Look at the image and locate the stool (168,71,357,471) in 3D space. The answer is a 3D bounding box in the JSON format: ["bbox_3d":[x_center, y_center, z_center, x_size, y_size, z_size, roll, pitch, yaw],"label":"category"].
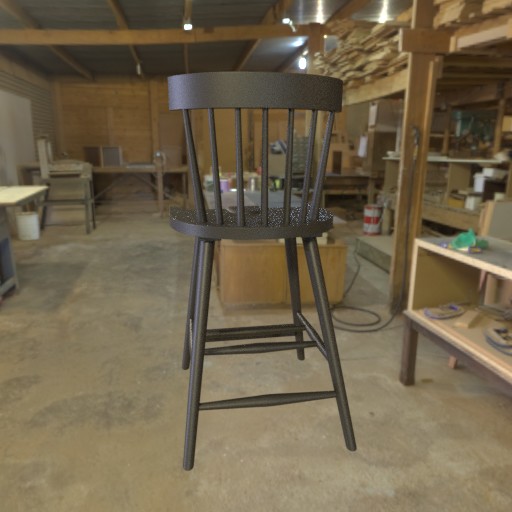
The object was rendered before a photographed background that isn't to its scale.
[{"bbox_3d":[0.000,0.000,1.287,0.494,0.953,0.549,-2,15,-9],"label":"stool"}]
